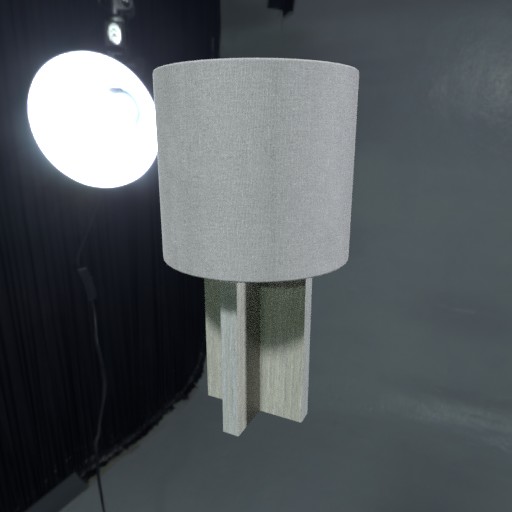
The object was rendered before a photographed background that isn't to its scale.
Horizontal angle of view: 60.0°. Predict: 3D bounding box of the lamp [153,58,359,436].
[{"bbox_3d":[0.000,0.000,0.559,0.229,0.428,0.229,8,17,25],"label":"lamp"}]
